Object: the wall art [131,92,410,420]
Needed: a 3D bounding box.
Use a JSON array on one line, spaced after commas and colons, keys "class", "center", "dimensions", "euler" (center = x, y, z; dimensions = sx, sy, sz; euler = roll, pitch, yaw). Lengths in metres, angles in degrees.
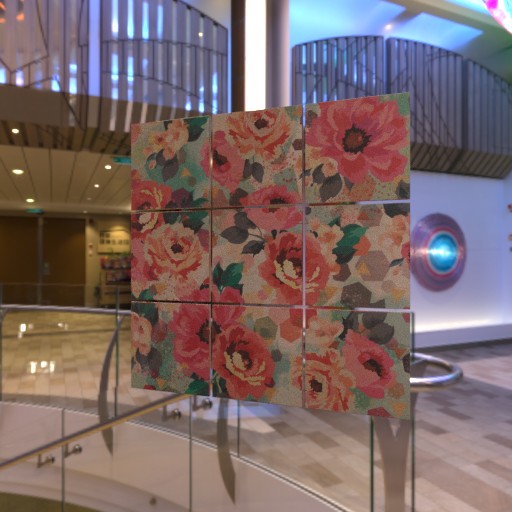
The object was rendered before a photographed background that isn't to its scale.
[{"class": "wall art", "center": [0.000, 0.000, 1.387], "dimensions": [0.911, 0.910, 0.012], "euler": [0, 0, 19]}]
